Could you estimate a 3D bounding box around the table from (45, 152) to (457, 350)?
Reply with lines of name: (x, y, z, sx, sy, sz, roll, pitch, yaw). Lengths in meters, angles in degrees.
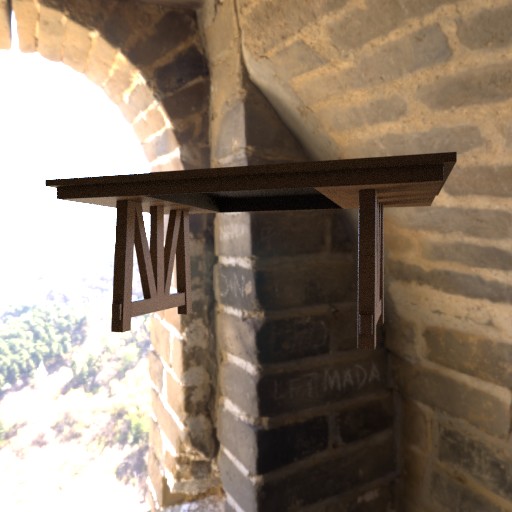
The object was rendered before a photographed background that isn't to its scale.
table: (0.000, 0.000, 2.392, 1.881, 0.768, 1.016, 0, 0, 19)
